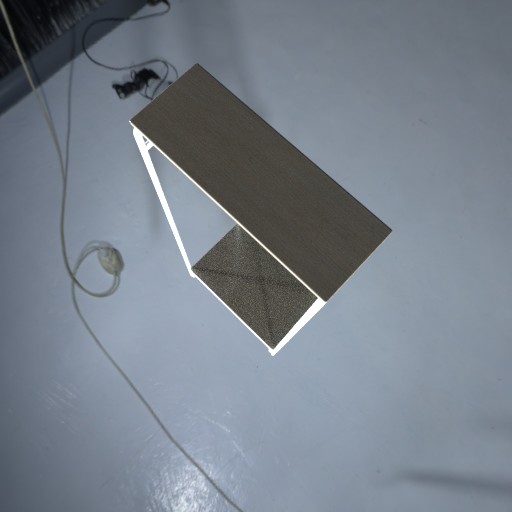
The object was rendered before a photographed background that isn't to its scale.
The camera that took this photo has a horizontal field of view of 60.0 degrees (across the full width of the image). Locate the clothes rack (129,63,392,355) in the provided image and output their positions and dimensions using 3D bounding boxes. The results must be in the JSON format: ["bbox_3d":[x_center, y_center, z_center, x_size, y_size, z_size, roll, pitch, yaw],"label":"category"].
[{"bbox_3d":[0.000,0.000,1.766,0.640,1.512,0.400,43,79,10],"label":"clothes rack"}]
